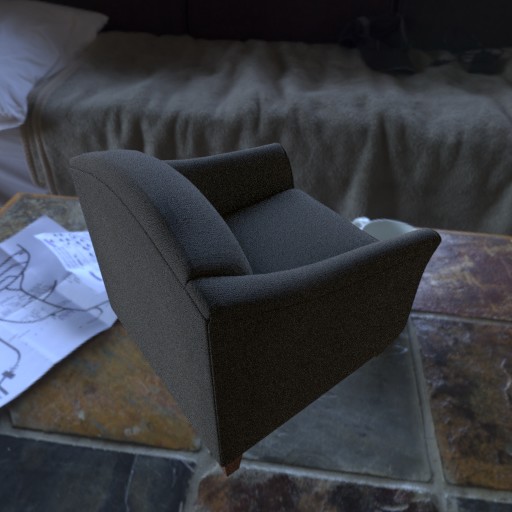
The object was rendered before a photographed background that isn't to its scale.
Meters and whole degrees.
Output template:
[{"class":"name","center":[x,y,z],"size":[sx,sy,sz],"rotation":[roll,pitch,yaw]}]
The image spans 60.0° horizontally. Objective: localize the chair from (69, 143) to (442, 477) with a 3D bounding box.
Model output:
[{"class":"chair","center":[0.000,0.000,1.392],"size":[0.787,0.839,0.763],"rotation":[-26,46,-28]}]
